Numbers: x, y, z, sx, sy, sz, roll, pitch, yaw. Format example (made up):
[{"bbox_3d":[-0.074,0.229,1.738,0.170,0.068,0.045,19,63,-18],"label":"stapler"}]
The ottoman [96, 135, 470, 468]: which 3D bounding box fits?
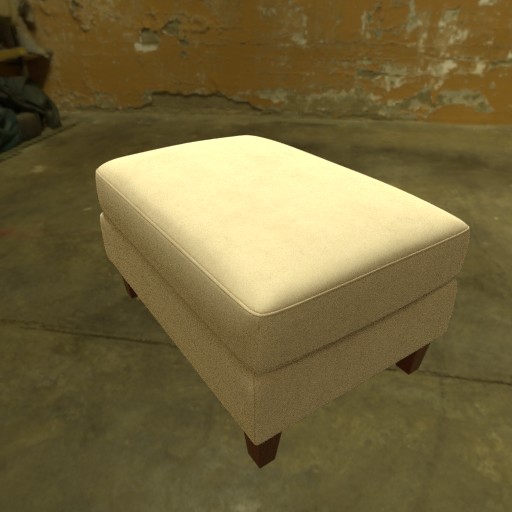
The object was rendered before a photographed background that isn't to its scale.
[{"bbox_3d":[0.000,0.000,1.193,0.584,0.483,0.864,-19,35,-29],"label":"ottoman"}]
